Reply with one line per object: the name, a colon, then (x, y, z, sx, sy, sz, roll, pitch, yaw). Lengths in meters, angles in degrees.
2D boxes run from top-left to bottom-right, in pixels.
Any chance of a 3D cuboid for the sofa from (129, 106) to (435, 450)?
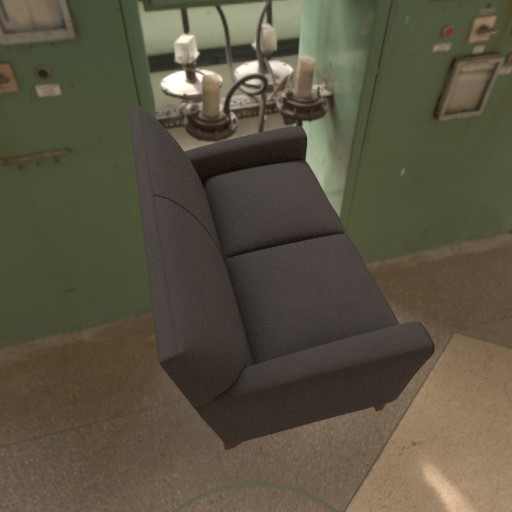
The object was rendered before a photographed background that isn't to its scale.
sofa: (0.000, 0.000, 1.972, 0.871, 0.846, 1.420, -11, 48, -10)
